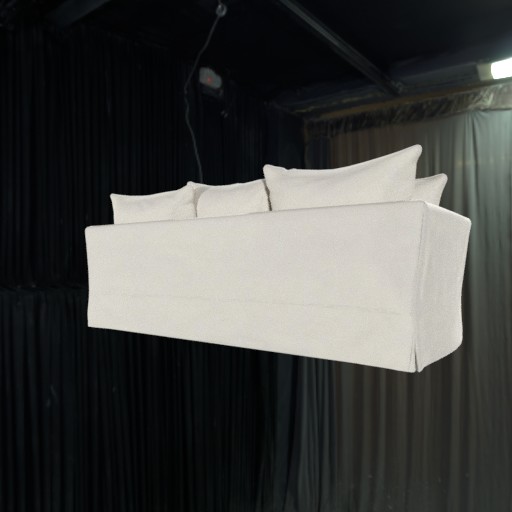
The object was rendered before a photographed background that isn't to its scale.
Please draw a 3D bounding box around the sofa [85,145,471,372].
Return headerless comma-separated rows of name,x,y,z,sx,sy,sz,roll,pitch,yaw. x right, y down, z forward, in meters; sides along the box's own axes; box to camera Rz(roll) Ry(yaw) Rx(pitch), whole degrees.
sofa,0.000,0.000,3.003,2.499,1.047,1.046,-1,-1,36
